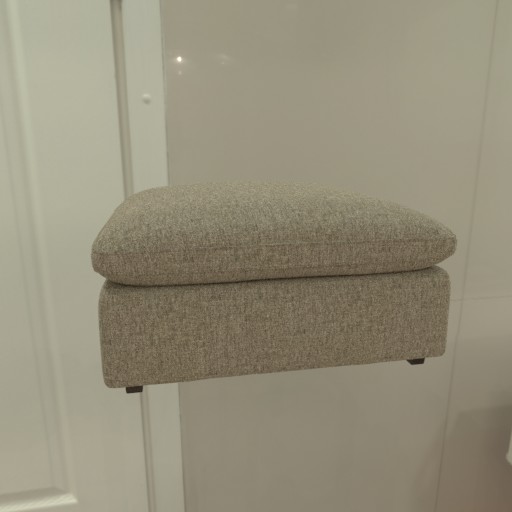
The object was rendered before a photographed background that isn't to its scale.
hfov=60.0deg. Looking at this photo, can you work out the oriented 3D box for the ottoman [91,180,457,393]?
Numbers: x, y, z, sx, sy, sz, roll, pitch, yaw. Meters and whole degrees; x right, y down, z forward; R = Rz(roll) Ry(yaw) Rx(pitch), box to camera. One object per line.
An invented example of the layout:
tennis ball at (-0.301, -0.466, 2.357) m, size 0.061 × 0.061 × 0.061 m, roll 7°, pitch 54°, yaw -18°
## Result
ottoman at (0.000, 0.000, 1.678) m, size 1.039 × 0.526 × 1.035 m, roll -3°, pitch 15°, yaw -11°
